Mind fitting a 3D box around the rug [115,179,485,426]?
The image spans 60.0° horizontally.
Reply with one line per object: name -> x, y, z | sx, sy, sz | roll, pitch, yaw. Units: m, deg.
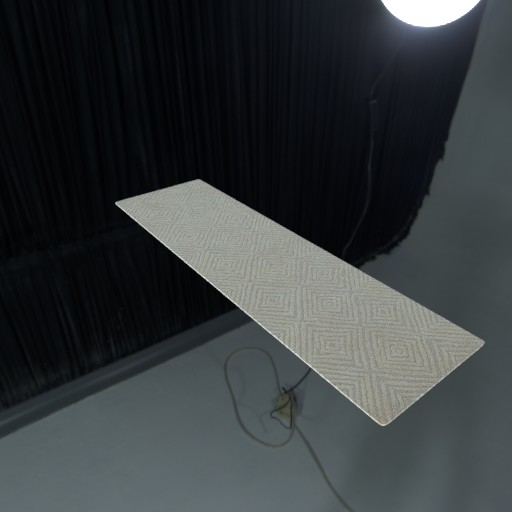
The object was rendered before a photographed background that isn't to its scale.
rug -> 0.000, 0.000, 2.449 | 0.676, 0.008, 2.277 | -22, 38, -32
